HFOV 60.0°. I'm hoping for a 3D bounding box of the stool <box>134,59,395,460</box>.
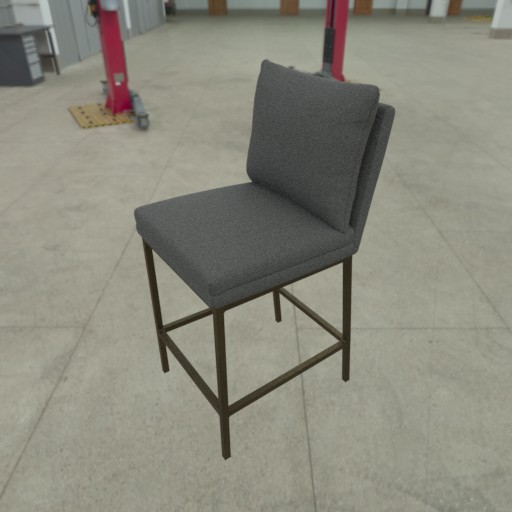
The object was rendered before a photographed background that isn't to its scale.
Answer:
[{"bbox_3d":[0.000,0.000,1.347,0.569,1.030,0.463,-20,37,-29],"label":"stool"}]
